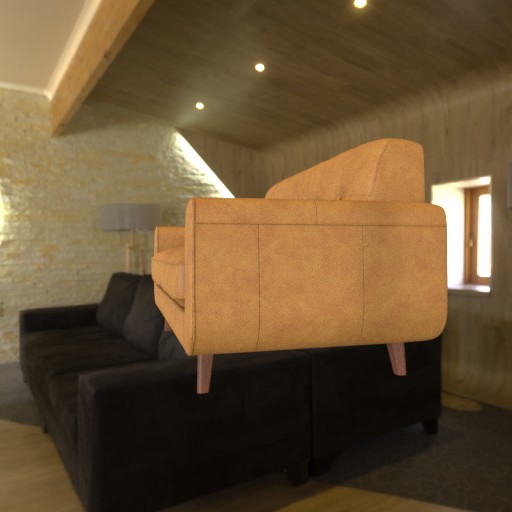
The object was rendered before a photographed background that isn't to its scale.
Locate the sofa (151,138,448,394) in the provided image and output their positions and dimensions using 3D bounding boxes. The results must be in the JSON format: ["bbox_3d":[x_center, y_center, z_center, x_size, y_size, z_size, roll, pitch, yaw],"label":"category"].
[{"bbox_3d":[0.000,0.000,2.231,0.952,0.925,1.651,0,0,-17],"label":"sofa"}]
